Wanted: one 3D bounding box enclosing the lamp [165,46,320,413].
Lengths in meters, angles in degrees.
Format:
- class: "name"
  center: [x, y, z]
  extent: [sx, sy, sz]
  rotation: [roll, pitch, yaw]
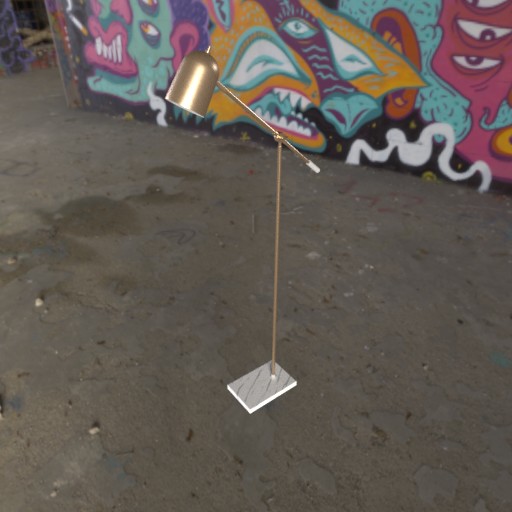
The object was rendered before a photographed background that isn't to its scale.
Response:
- class: "lamp"
  center: [0.000, 0.000, 1.821]
  extent: [0.653, 1.594, 0.194]
  rotation: [-22, 38, -31]
